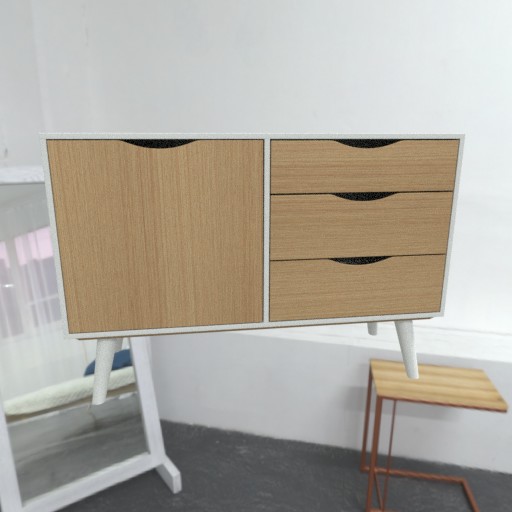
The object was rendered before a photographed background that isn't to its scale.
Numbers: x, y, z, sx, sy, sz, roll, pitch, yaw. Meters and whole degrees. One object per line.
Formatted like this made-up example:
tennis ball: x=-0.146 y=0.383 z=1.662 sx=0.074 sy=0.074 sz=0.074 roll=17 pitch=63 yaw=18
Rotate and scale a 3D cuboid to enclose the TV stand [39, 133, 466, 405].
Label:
TV stand: x=0.000 y=0.000 z=1.526 sx=1.193 sy=0.812 sz=0.406 roll=-2 pitch=15 yaw=-8
